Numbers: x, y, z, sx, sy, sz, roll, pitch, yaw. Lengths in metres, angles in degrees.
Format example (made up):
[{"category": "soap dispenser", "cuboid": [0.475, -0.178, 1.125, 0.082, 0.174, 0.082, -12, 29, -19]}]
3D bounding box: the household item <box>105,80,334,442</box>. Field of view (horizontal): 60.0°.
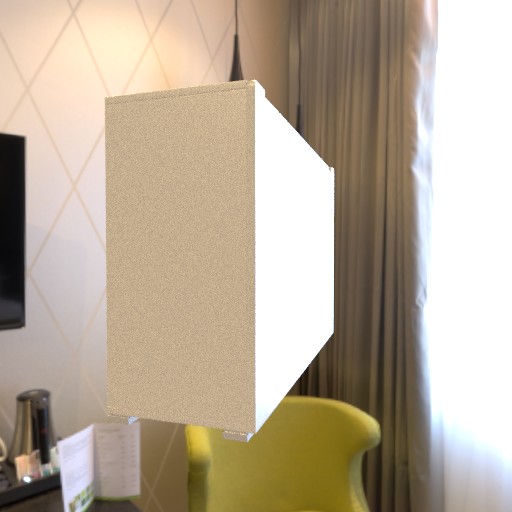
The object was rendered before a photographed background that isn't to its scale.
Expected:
[{"category": "household item", "cuboid": [0.000, 0.000, 1.736, 0.420, 0.867, 1.300, 0, 1, 18]}]
